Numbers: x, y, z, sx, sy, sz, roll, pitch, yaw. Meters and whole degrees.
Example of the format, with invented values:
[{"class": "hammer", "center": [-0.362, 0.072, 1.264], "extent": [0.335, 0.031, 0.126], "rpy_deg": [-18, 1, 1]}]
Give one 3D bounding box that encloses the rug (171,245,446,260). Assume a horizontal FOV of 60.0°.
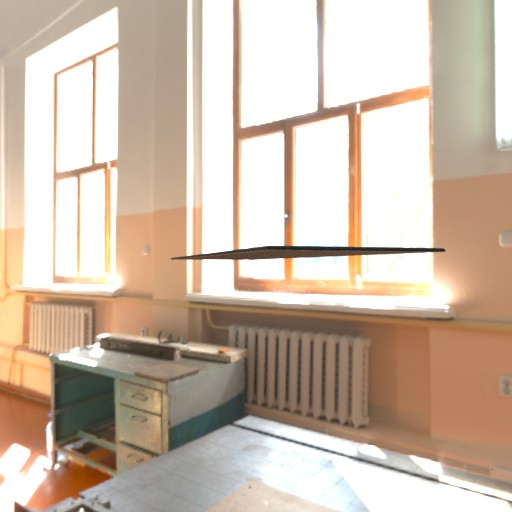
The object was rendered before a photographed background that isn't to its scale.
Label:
[{"class": "rug", "center": [0.000, 0.000, 2.558], "extent": [0.678, 0.014, 2.276], "rpy_deg": [0, -1, -18]}]
